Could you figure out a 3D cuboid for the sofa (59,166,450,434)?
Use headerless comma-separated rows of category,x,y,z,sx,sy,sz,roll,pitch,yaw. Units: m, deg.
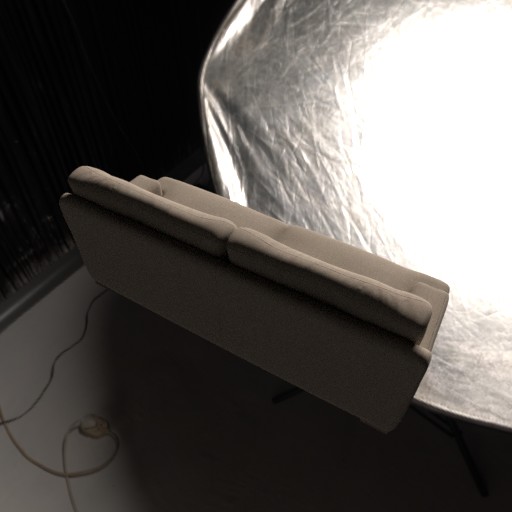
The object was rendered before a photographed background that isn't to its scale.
sofa,0.000,0.000,2.876,2.354,0.980,0.962,23,50,21
